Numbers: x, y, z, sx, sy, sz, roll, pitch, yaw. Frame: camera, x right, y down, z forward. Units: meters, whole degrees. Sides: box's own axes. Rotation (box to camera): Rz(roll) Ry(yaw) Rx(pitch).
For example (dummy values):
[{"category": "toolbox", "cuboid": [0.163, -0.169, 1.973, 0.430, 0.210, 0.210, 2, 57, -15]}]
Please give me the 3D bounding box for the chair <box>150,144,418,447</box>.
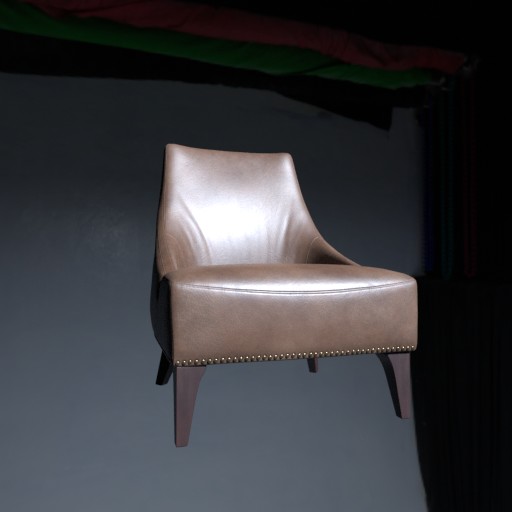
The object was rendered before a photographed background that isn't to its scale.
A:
[{"category": "chair", "cuboid": [0.000, 0.000, 1.511, 0.701, 0.909, 0.861, 0, -1, -18]}]
